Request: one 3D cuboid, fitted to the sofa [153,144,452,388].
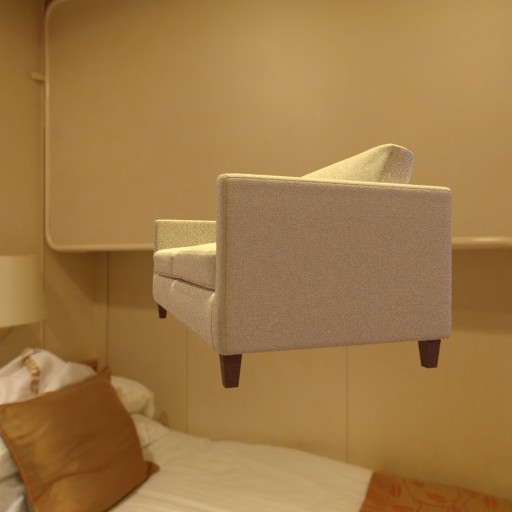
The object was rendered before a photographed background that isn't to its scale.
[{"bbox_3d":[0.000,0.000,2.485,0.965,0.889,1.981,0,0,-19],"label":"sofa"}]
